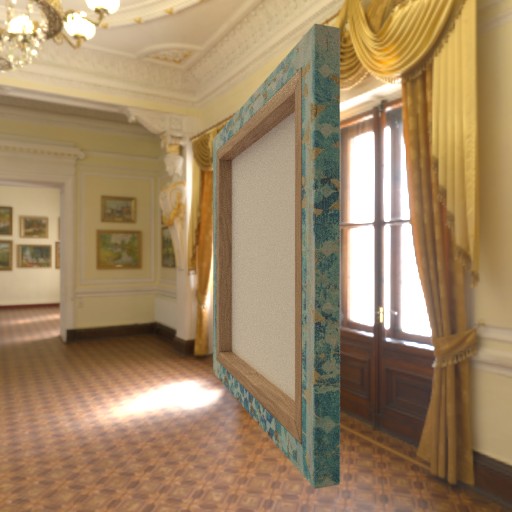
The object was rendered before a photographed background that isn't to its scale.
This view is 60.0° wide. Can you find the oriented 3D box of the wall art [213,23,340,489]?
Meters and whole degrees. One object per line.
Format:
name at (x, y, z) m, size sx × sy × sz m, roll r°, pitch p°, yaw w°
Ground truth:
wall art at (0.000, 0.000, 0.874) m, size 0.040 × 0.609 × 0.609 m, roll 0°, pitch 0°, yaw -18°
